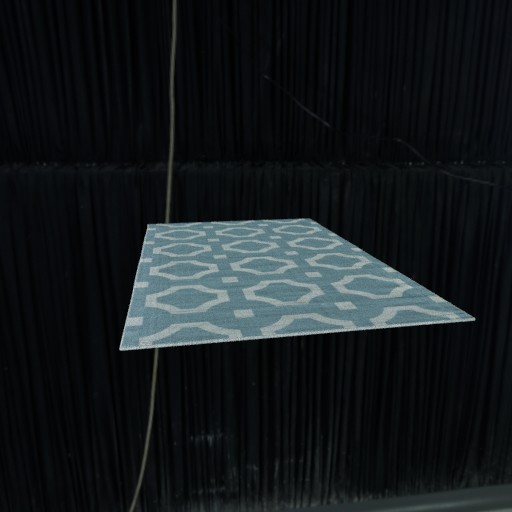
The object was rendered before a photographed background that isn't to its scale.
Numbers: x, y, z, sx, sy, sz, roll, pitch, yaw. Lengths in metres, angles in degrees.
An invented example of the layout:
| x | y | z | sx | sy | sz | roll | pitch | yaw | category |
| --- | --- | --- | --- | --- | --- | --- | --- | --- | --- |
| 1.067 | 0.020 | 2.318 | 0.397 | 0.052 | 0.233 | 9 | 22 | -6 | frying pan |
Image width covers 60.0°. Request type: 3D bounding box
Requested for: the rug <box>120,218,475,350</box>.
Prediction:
| x | y | z | sx | sy | sz | roll | pitch | yaw | category |
| --- | --- | --- | --- | --- | --- | --- | --- | --- | --- |
| 0.000 | 0.000 | 2.988 | 1.528 | 0.015 | 2.443 | -3 | 16 | -10 | rug |
